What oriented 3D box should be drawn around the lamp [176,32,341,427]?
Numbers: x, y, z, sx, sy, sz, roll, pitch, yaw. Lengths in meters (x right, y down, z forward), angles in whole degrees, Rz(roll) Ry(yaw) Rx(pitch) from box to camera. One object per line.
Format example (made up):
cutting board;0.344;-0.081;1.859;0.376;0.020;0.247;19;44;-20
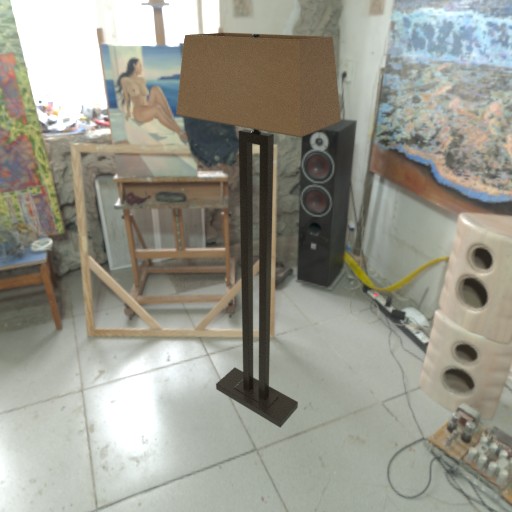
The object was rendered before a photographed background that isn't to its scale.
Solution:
lamp;0.000;0.000;1.640;0.475;1.469;0.233;20;35;32
